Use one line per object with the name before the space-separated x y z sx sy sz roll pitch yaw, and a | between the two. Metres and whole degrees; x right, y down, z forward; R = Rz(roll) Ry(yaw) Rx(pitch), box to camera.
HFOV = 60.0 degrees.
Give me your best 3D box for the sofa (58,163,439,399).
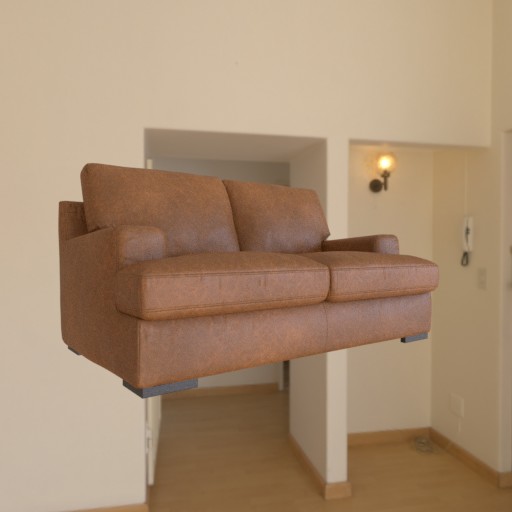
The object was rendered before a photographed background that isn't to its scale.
sofa | 0.000 0.000 2.459 1.880 0.966 1.144 -1 1 -37
